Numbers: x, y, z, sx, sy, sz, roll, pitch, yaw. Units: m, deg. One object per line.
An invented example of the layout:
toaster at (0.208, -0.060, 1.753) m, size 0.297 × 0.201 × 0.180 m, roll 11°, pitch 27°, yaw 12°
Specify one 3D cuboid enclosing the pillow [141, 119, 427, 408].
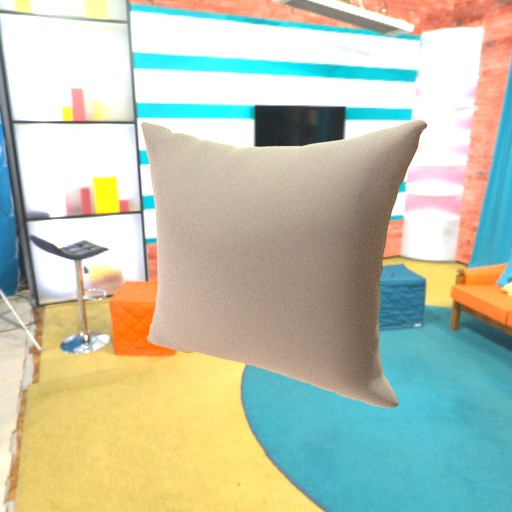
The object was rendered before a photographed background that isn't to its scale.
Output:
pillow at (0.000, 0.000, 0.829) m, size 0.560 × 0.487 × 0.229 m, roll 8°, pitch 17°, yaw 26°
